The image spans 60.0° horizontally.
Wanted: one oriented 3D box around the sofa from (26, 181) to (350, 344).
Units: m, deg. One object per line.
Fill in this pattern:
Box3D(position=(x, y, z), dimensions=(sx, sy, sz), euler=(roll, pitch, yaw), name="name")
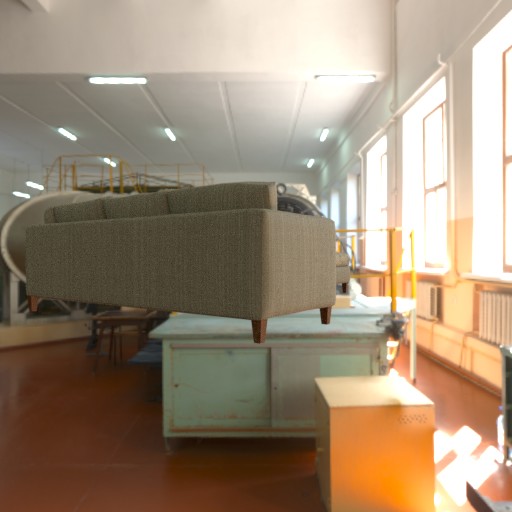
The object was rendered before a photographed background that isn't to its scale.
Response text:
Box3D(position=(0.000, 0.000, 4.552), dimensions=(2.594, 0.961, 3.460), euler=(0, 0, 35), name="sofa")
